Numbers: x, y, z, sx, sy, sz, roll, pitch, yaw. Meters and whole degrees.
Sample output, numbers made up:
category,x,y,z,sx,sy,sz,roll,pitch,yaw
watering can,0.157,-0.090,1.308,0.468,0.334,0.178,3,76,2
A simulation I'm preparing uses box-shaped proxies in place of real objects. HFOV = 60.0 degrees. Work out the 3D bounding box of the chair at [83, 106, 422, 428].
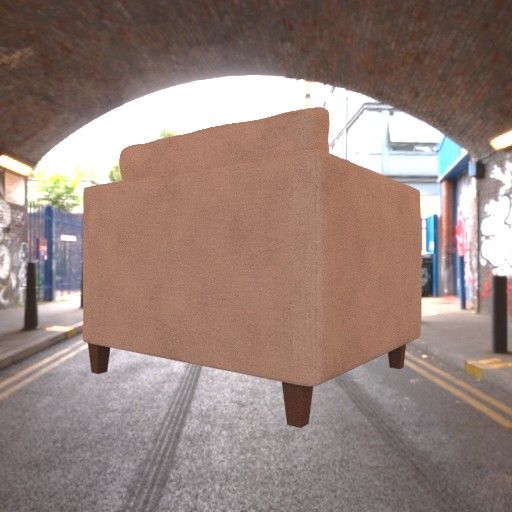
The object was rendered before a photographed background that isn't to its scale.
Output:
category,x,y,z,sx,sy,sz,roll,pitch,yaw
chair,0.000,0.000,1.867,1.133,0.961,0.959,0,0,37
